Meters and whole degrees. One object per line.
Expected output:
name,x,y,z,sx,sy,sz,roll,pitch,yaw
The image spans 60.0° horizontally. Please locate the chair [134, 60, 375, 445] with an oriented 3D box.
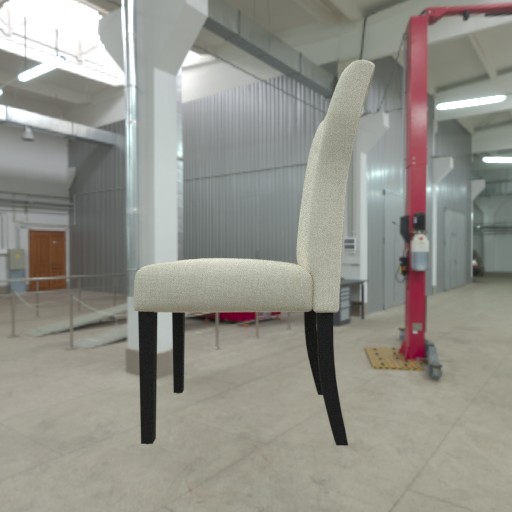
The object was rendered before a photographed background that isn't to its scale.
chair,0.000,0.000,1.277,0.597,0.921,0.509,0,1,1
